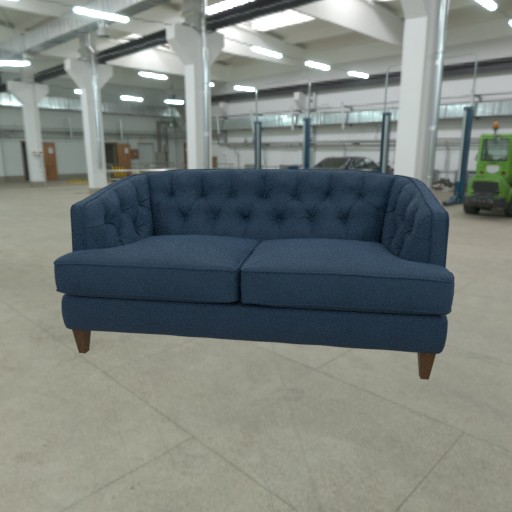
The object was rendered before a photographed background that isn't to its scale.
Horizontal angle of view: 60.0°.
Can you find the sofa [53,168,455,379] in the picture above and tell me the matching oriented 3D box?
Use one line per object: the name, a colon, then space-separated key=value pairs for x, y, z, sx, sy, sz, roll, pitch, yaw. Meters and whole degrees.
sofa: x=0.000 y=0.000 z=2.276 sx=1.733 sy=0.854 sz=0.941 roll=2 pitch=13 yaw=9
